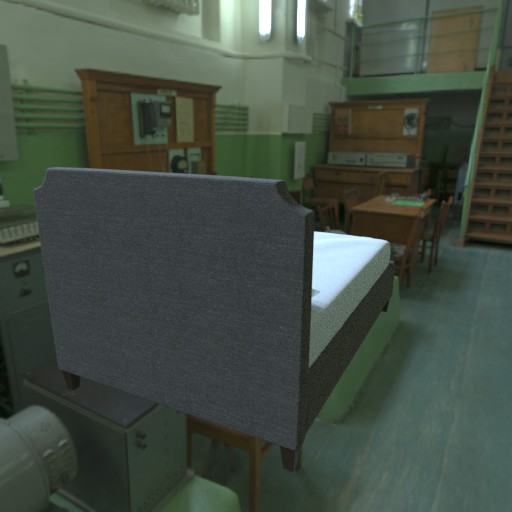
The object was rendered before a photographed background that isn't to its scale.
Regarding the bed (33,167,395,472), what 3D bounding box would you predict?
[{"bbox_3d":[0.000,0.000,3.388,1.713,1.457,2.381,8,18,26],"label":"bed"}]
